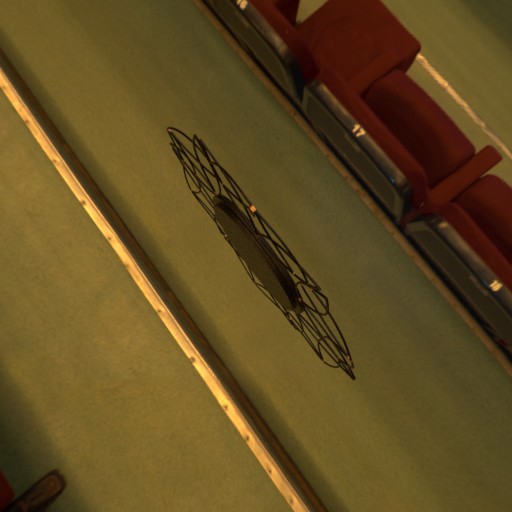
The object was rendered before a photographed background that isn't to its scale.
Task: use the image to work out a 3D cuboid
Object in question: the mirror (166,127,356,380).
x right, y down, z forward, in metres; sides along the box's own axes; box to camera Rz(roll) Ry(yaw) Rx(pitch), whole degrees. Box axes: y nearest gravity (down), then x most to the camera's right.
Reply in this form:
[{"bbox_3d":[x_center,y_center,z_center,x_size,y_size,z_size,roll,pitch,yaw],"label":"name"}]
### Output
[{"bbox_3d":[0.000,0.000,1.166,0.028,0.775,0.797,-36,79,-8],"label":"mirror"}]
